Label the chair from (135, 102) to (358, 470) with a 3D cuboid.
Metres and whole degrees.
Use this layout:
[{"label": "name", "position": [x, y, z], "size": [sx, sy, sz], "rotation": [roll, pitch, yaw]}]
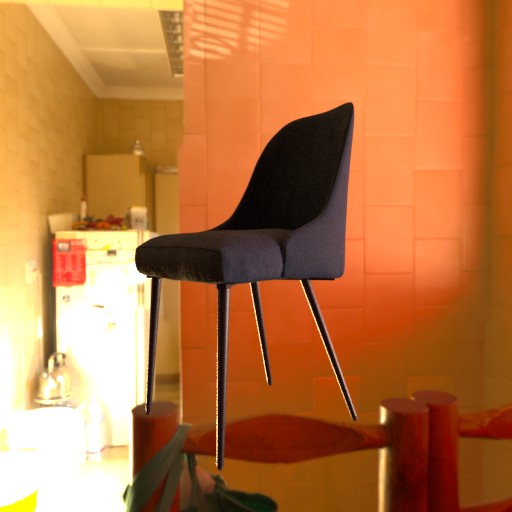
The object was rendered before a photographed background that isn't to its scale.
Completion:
[{"label": "chair", "position": [0.000, 0.000, 1.238], "size": [0.559, 0.896, 0.478], "rotation": [-1, 2, -37]}]
